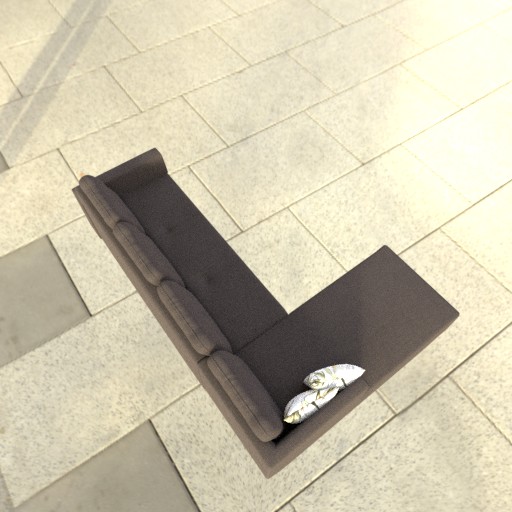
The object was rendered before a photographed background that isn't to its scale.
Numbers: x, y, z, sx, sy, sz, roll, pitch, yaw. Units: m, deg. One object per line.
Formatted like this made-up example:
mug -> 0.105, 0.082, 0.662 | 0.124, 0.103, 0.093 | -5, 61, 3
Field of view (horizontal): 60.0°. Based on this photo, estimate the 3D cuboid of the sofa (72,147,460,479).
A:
sofa -> 0.000, 0.000, 3.581 | 1.829, 0.932, 2.679 | -33, 64, -18
